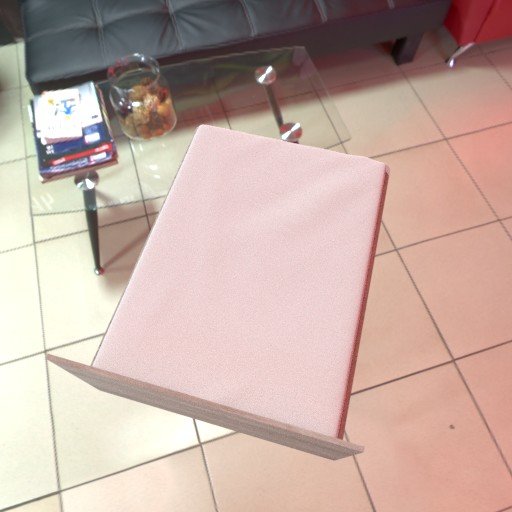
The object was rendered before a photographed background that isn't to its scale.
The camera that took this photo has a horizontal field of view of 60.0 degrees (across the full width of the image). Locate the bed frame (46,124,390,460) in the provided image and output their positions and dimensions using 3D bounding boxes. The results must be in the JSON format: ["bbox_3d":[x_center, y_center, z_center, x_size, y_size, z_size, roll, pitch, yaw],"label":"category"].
[{"bbox_3d":[0.000,0.000,2.753,1.490,0.800,1.950,14,64,7],"label":"bed frame"}]
